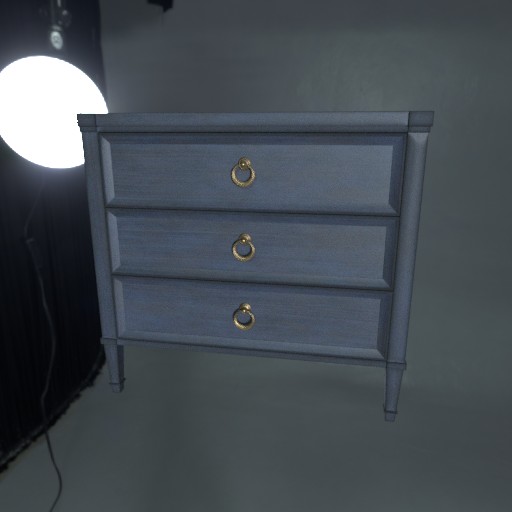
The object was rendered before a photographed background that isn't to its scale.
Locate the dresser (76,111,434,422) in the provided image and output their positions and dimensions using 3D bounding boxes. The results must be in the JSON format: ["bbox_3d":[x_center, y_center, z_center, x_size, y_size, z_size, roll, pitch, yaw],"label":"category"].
[{"bbox_3d":[0.000,0.000,1.621,1.049,0.986,0.463,3,16,10],"label":"dresser"}]
